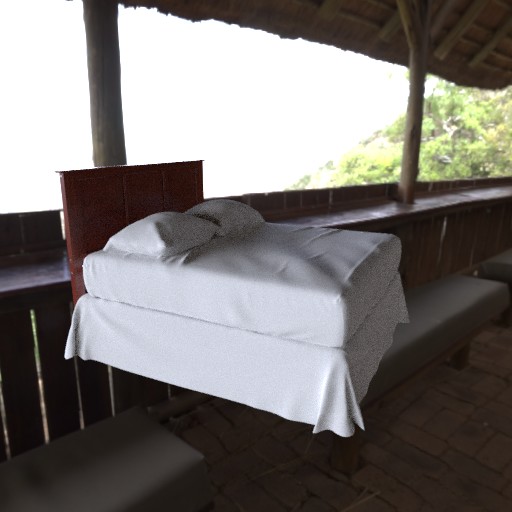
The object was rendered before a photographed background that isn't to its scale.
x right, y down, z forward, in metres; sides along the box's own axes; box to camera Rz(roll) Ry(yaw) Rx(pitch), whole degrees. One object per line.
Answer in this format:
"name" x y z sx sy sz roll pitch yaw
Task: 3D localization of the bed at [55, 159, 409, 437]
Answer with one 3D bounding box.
"bed" 0.000 0.000 3.239 2.050 1.270 1.870 7 17 26
